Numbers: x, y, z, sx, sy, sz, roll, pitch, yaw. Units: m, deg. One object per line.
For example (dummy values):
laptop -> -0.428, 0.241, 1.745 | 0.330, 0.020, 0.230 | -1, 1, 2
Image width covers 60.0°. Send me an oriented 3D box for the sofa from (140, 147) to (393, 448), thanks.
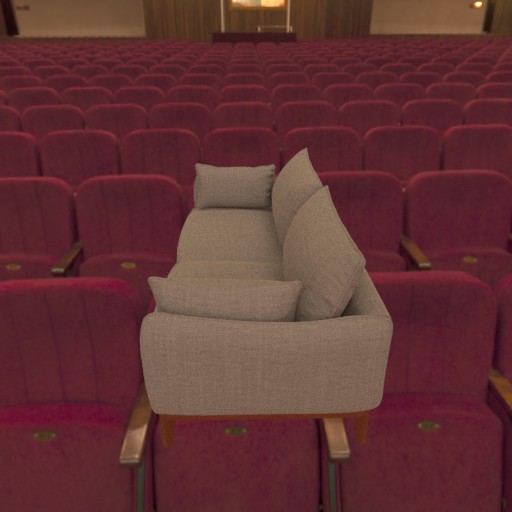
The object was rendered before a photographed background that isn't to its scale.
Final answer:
sofa -> 0.000, 0.000, 2.518 | 0.972, 0.851, 1.989 | 0, 26, -1
